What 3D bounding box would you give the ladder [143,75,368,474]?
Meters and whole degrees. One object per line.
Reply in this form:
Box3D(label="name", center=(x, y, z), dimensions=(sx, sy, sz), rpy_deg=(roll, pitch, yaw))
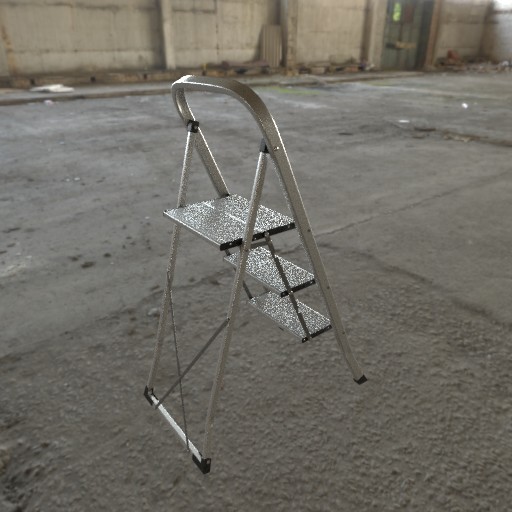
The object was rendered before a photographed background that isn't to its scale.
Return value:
Box3D(label="ladder", center=(0.000, 0.000, 1.408), dimensions=(0.704, 1.070, 0.465), rpy_deg=(-18, 31, -33))
